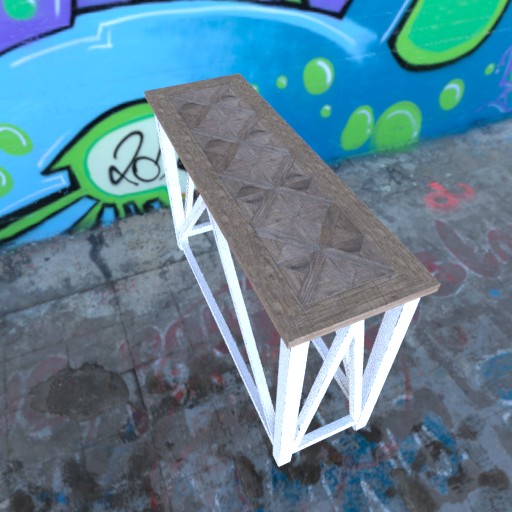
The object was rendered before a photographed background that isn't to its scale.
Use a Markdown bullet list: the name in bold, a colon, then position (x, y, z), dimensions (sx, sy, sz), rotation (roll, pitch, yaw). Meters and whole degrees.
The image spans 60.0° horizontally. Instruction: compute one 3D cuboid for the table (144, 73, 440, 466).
- **table**: position (0.000, 0.000, 1.886), dimensions (0.450, 0.930, 1.400), rotation (-18, 49, -16)
